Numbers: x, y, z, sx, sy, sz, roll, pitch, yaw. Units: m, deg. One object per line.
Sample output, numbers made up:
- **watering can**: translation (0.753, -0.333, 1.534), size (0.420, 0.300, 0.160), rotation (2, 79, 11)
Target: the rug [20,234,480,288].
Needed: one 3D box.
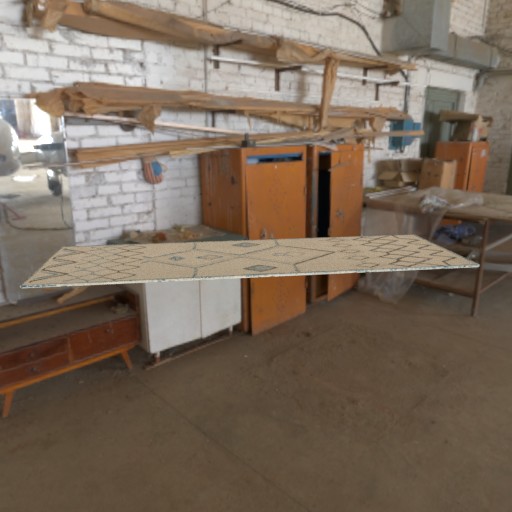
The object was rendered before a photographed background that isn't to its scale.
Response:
- **rug**: translation (0.000, 0.000, 2.684), size (2.434, 0.013, 0.770), rotation (-2, 16, -8)
